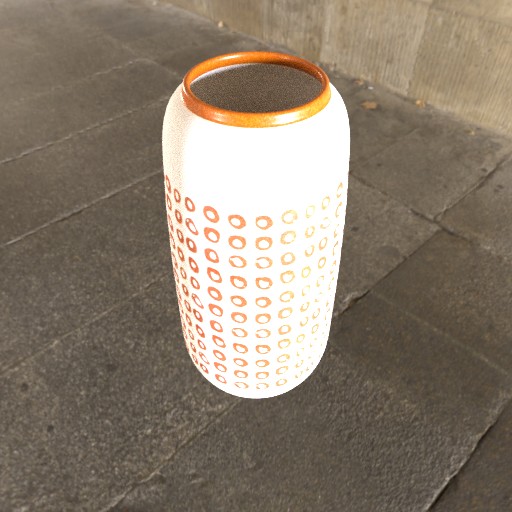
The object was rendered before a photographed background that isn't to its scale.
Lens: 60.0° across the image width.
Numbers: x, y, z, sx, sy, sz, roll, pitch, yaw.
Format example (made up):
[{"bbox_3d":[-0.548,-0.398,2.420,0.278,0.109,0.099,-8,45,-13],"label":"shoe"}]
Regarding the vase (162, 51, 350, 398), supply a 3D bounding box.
[{"bbox_3d":[0.000,0.000,0.347,0.133,0.282,0.133,0,46,0],"label":"vase"}]
